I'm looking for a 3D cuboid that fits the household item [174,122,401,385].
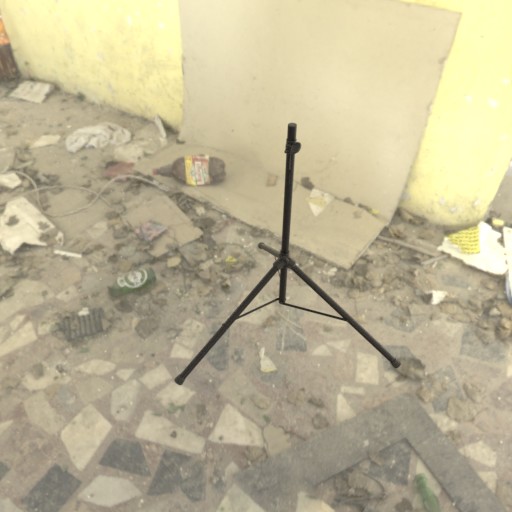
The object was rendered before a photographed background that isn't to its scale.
[{"bbox_3d":[0.000,0.000,2.717,1.339,1.595,1.596,-26,48,-25],"label":"household item"}]
